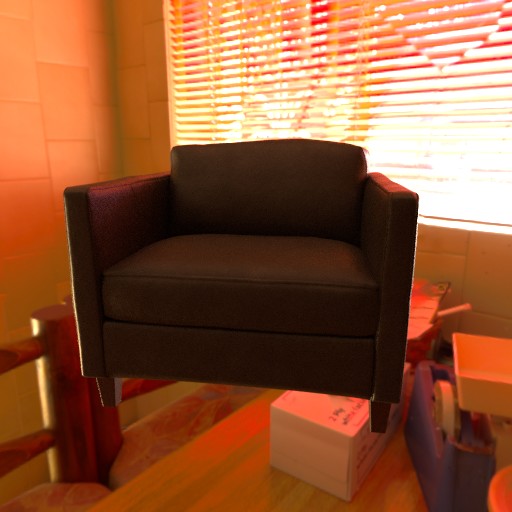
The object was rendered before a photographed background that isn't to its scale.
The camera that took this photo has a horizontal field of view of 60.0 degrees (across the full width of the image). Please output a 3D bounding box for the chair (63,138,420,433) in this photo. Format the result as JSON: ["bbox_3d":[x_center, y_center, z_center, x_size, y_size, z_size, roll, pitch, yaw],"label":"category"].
[{"bbox_3d":[0.000,0.000,1.567,0.939,0.811,0.862,2,14,9],"label":"chair"}]
